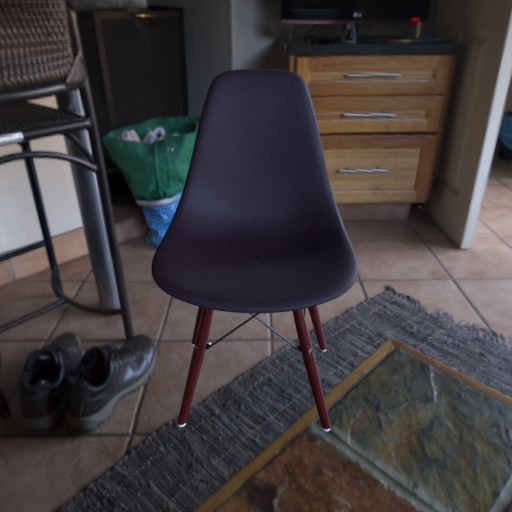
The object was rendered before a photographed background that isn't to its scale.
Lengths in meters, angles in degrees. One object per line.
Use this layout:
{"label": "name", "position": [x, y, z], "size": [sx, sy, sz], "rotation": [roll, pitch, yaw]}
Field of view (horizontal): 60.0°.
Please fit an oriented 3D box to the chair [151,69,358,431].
{"label": "chair", "position": [0.000, 0.000, 1.121], "size": [0.470, 0.826, 0.533], "rotation": [1, 28, 1]}
